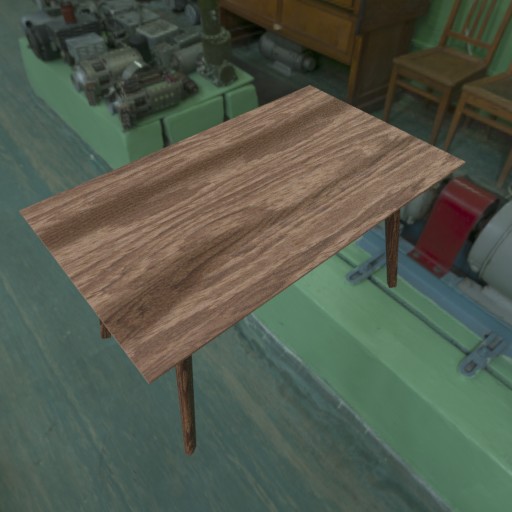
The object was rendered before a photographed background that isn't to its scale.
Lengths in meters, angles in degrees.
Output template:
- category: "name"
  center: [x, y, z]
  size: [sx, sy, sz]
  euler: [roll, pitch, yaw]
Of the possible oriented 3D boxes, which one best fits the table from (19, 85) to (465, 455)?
- category: "table"
  center: [0.000, 0.000, 1.803]
  size: [1.349, 0.724, 0.801]
  euler: [-32, 55, -27]
